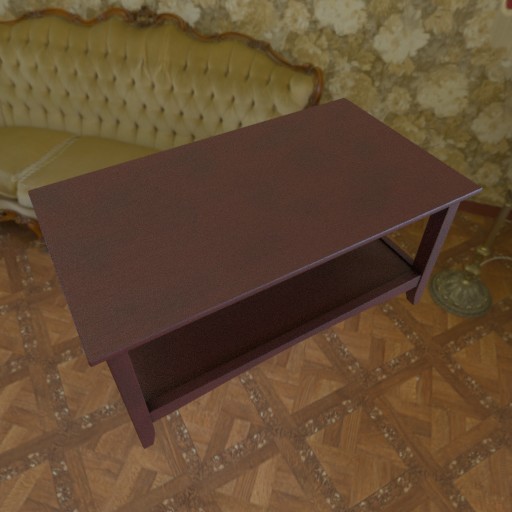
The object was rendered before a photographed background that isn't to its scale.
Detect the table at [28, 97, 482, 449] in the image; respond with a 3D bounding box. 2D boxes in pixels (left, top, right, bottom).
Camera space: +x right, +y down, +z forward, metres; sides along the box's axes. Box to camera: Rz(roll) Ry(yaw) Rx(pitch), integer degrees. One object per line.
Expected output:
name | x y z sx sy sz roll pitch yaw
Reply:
table | 0.000 0.000 1.215 0.943 0.456 0.533 -23 50 -20
